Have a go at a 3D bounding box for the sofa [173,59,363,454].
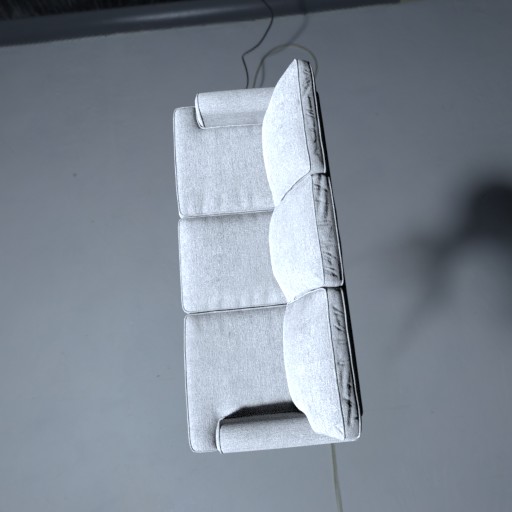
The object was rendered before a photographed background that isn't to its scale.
[{"bbox_3d":[0.000,0.000,2.675,0.951,0.965,2.158,-5,76,-1],"label":"sofa"}]
